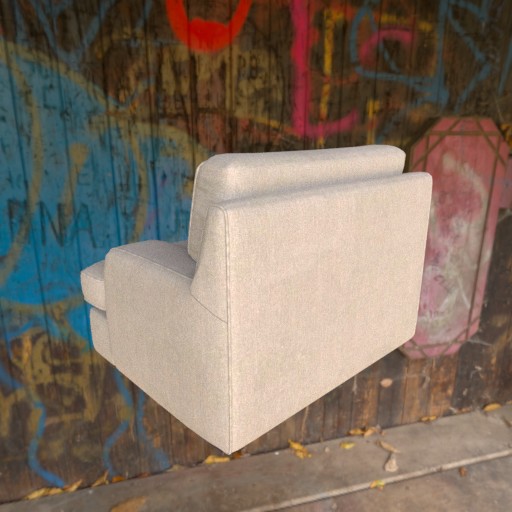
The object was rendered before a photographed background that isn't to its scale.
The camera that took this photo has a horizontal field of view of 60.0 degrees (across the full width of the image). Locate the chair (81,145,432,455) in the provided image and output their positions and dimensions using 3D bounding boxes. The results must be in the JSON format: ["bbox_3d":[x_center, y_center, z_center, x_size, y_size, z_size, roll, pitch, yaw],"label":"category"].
[{"bbox_3d":[0.000,0.000,2.010,1.270,0.974,1.043,-15,22,-41],"label":"chair"}]
